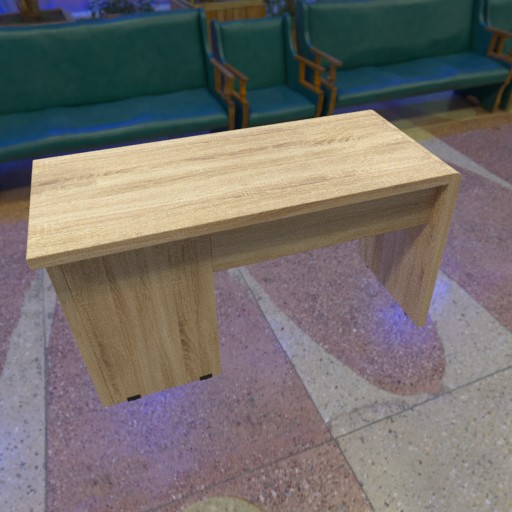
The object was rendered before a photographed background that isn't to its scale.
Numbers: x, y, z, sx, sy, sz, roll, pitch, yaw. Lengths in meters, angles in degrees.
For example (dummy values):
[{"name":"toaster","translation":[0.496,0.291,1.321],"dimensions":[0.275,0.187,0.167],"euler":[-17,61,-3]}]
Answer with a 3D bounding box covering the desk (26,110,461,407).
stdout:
[{"name":"desk","translation":[0.000,0.000,1.608],"dimensions":[1.300,0.750,0.500],"euler":[-13,42,-15]}]
